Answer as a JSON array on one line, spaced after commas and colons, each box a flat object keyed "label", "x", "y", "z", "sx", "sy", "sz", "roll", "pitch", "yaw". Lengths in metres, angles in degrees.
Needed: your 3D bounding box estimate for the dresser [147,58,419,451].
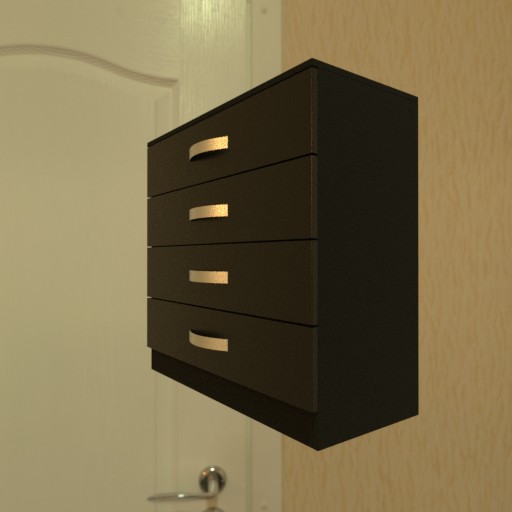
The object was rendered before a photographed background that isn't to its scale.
[{"label": "dresser", "x": 0.000, "y": 0.000, "z": 1.197, "sx": 0.360, "sy": 0.720, "sz": 0.750, "roll": 0, "pitch": 0, "yaw": -37}]
